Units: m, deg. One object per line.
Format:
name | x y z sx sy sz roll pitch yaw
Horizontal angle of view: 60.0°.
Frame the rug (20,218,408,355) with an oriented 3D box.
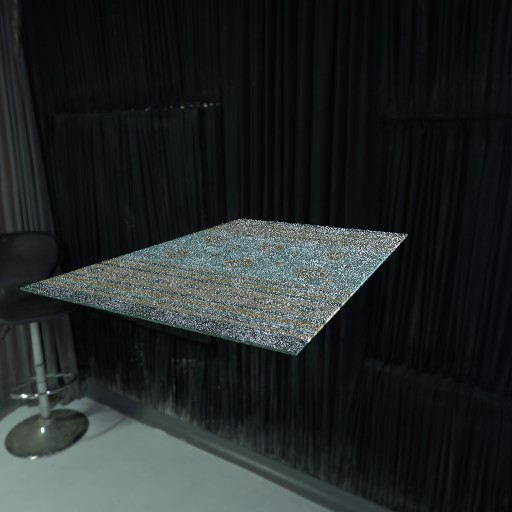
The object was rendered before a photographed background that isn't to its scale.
rug | 0.000 0.000 2.302 1.212 0.010 1.811 8 17 27
